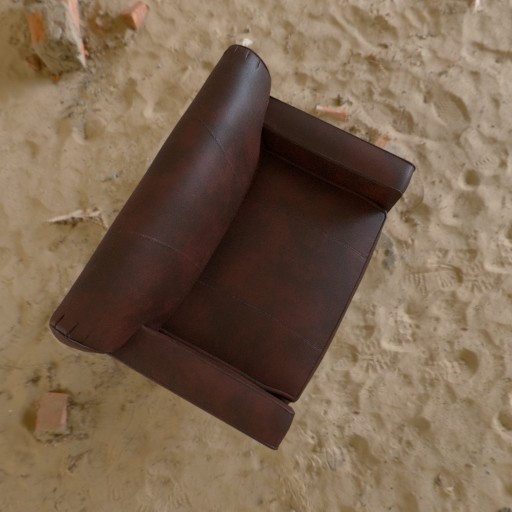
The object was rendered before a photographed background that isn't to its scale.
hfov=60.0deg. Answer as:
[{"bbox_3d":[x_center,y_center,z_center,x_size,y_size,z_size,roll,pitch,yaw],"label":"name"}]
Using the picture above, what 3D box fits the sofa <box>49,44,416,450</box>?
[{"bbox_3d":[0.000,0.000,2.066,1.000,0.956,1.413,28,77,7],"label":"sofa"}]
